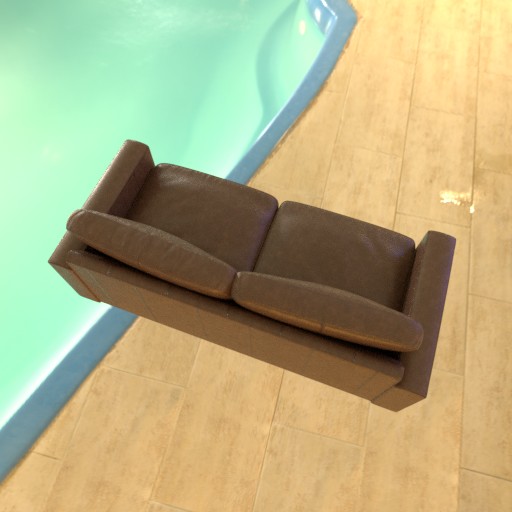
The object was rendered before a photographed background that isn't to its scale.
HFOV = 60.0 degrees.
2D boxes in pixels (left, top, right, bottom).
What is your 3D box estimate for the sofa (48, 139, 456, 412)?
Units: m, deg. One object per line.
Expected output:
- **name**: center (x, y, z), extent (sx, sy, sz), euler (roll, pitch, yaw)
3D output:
- **sofa**: center (0.000, 0.000, 2.677), extent (2.179, 0.873, 1.016), euler (18, 65, 9)
